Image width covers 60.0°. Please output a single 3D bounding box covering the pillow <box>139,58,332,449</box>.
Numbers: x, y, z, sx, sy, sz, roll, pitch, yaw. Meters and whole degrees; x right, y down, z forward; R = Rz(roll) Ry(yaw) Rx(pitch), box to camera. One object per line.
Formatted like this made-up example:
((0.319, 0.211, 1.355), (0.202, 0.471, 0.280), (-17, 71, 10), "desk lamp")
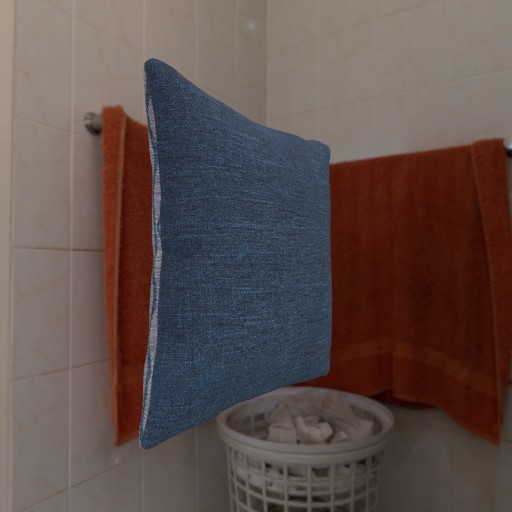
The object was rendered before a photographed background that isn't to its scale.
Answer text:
((0.000, 0.000, 0.664), (0.159, 0.435, 0.435), (-1, -2, 35), "pillow")
